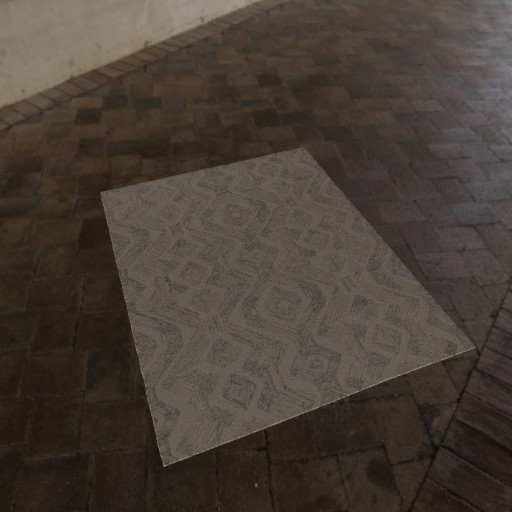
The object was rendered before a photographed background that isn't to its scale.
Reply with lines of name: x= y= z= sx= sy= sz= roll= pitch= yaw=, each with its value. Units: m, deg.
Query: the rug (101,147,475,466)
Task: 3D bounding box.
rug: x=0.000 y=0.000 z=4.088 sx=2.430 sy=0.030 sz=3.054 roll=-15 pitch=47 yaw=-15
